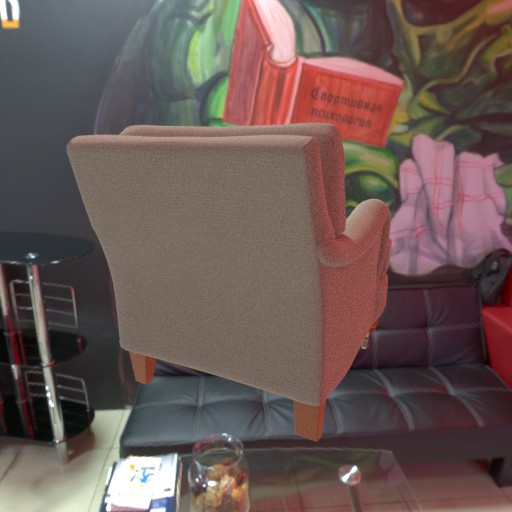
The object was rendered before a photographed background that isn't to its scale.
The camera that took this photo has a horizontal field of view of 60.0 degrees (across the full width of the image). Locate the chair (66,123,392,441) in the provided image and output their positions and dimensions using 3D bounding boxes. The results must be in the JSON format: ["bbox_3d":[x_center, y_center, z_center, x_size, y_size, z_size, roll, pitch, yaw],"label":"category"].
[{"bbox_3d":[0.000,0.000,1.836,0.955,1.038,1.070,8,17,27],"label":"chair"}]
